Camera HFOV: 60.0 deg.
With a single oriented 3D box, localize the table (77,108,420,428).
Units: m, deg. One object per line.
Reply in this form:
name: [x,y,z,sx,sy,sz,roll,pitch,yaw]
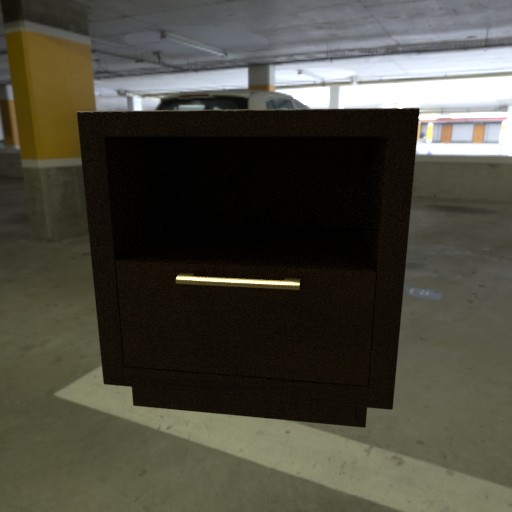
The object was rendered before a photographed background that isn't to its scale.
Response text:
table: [0.000,0.000,0.965,0.560,0.585,0.439,2,15,9]
